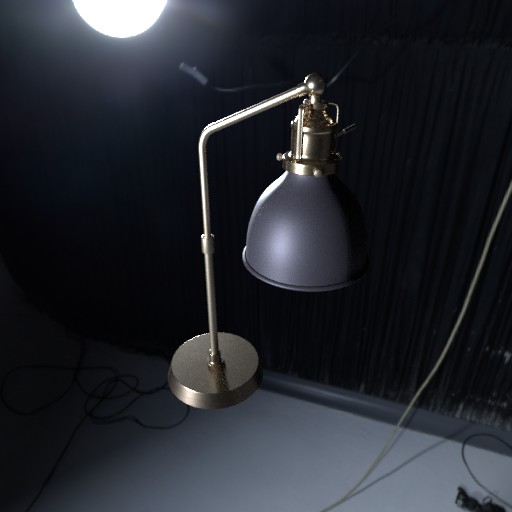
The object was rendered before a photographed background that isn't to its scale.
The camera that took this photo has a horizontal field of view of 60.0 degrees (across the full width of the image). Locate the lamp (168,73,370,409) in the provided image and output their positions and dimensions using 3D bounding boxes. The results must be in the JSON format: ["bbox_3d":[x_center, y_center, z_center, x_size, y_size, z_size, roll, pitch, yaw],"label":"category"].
[{"bbox_3d":[0.000,0.000,0.586,0.291,0.456,0.160,9,31,16],"label":"lamp"}]
